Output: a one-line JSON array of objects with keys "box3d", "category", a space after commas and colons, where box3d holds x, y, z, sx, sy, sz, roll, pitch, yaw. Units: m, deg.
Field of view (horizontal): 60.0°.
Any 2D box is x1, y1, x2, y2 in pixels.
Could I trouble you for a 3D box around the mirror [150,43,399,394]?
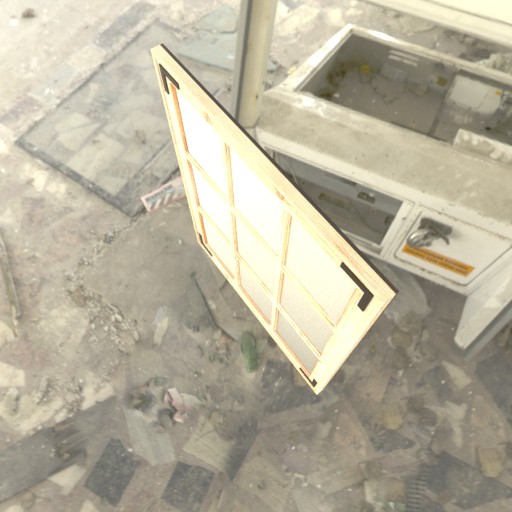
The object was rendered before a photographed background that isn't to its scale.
[{"box3d": [0.000, 0.000, 1.234, 0.032, 0.882, 0.730, -34, 68, -15], "category": "mirror"}]
